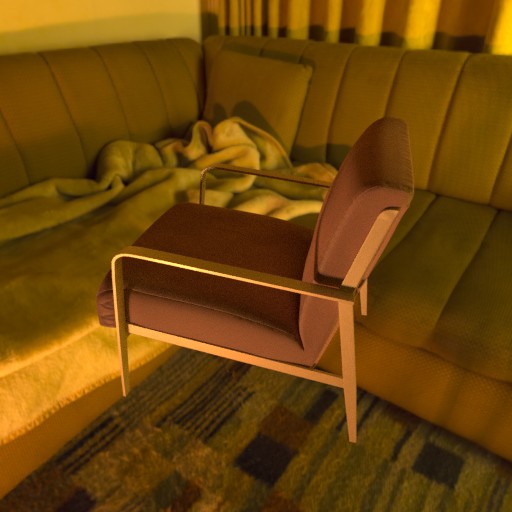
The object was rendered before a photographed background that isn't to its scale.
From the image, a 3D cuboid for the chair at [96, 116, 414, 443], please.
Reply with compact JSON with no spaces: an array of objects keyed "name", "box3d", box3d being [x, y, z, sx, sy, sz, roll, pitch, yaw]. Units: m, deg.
[{"name":"chair","box3d":[0.000,0.000,1.468,0.848,0.823,0.701,8,32,13]}]
